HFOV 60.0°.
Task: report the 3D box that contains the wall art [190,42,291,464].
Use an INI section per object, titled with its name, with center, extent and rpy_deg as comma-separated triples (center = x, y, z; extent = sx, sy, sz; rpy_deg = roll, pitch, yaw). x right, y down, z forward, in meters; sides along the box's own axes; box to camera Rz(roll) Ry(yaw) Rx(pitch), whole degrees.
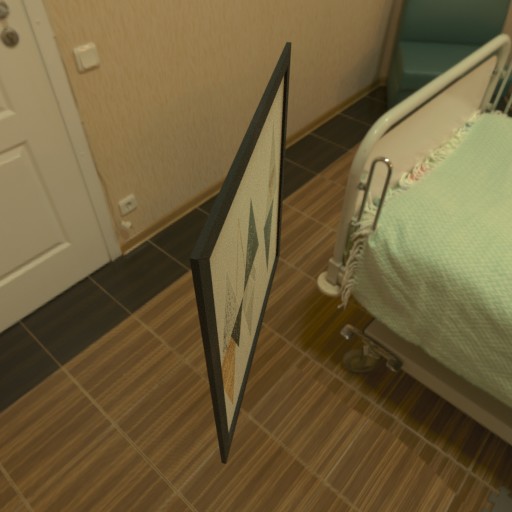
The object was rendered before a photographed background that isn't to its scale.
[wall art]
center = 0.000, 0.000, 1.211
extent = 0.013, 0.823, 0.823
rpy_deg = 9, 47, 9
